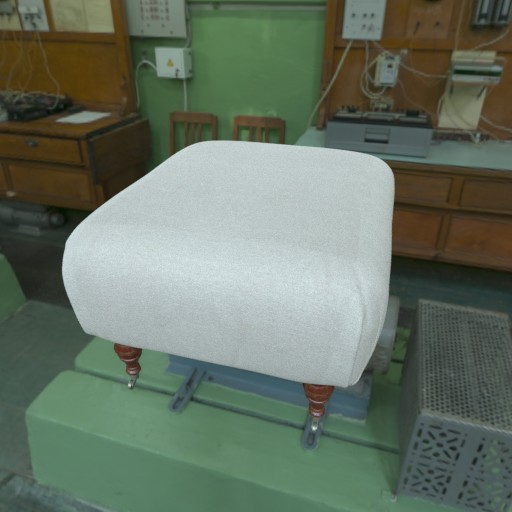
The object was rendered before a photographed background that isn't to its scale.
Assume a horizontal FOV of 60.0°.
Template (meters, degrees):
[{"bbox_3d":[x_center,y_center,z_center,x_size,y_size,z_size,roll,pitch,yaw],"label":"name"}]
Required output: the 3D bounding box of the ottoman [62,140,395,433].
[{"bbox_3d":[0.000,0.000,1.136,0.639,0.450,0.746,8,31,14],"label":"ottoman"}]
